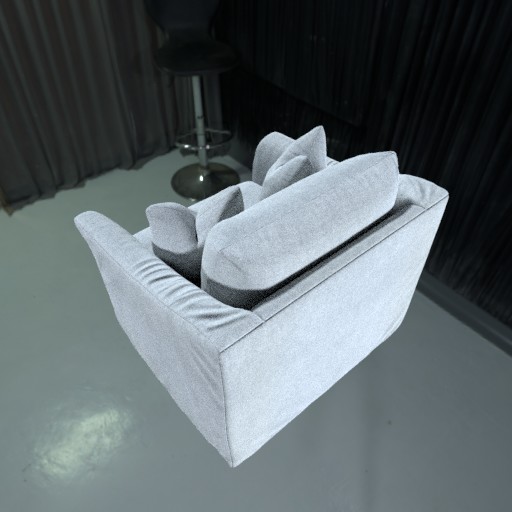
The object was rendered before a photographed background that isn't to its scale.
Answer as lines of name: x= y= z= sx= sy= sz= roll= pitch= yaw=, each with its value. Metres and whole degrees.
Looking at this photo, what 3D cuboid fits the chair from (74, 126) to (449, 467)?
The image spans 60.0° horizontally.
chair: x=0.000 y=0.000 z=2.037 sx=1.194 sy=1.059 sz=1.071 roll=-31 pitch=52 yaw=-28
